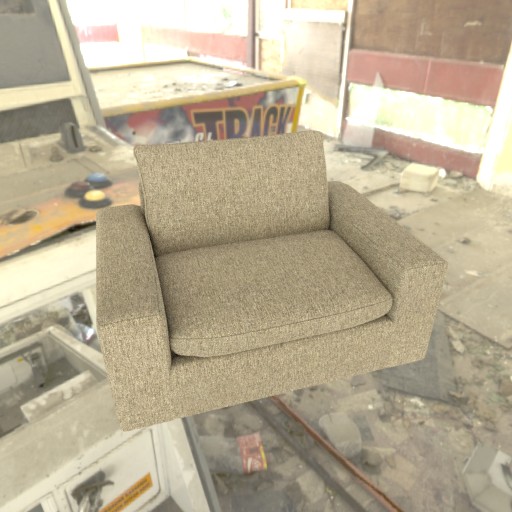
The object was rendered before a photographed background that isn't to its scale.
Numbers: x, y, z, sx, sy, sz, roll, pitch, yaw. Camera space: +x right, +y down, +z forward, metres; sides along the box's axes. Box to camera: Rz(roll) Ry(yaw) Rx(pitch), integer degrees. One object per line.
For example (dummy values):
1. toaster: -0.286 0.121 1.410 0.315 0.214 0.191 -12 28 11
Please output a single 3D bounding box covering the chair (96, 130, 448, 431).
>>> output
1. chair: 0.000 0.000 2.071 1.398 0.915 1.039 -9 31 -15
